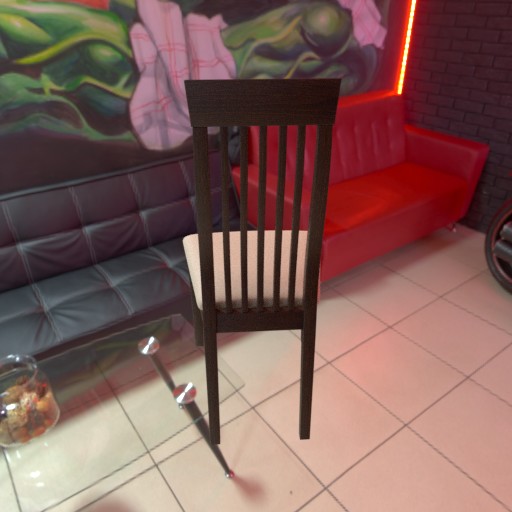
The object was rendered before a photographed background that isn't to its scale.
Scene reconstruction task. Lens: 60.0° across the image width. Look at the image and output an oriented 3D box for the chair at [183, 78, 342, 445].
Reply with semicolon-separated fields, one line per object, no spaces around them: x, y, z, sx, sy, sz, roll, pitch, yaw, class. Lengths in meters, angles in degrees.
0.000;0.000;1.272;0.460;1.027;0.474;-2;31;-3;chair
